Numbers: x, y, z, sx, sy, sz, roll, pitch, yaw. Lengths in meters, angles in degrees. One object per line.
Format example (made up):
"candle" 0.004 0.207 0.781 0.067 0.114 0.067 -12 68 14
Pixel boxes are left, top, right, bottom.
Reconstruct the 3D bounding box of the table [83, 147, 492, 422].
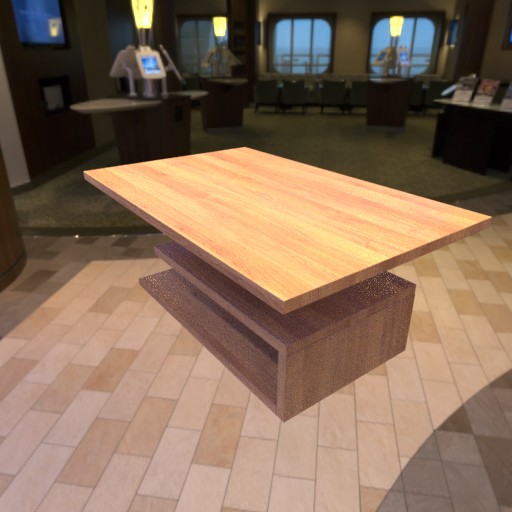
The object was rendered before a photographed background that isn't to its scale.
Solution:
"table" 0.000 0.000 1.448 0.700 0.442 1.100 -18 30 -33
